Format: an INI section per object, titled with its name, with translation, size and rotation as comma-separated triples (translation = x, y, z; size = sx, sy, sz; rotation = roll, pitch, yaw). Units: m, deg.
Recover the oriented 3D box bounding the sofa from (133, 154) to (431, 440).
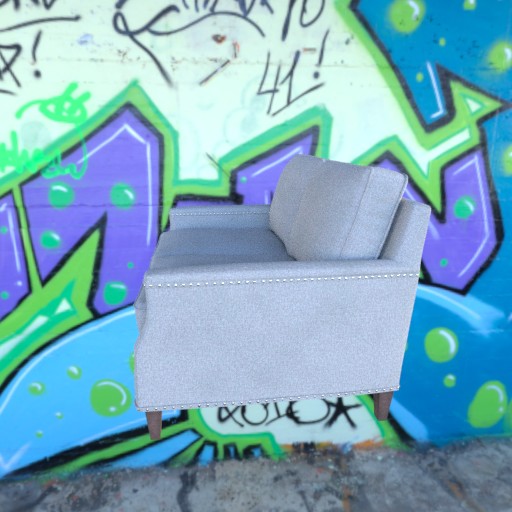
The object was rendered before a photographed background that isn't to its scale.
[sofa]
translation = 0.000, 0.000, 2.301
size = 1.084, 1.003, 1.597
rotation = -2, 15, -7
